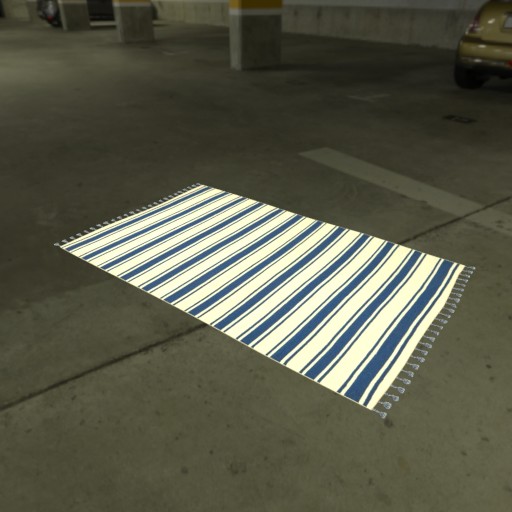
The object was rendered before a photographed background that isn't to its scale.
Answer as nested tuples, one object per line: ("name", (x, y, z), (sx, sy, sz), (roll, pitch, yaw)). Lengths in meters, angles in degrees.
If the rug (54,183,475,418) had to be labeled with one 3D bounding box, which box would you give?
("rug", (0.000, 0.000, 2.529), (2.108, 0.009, 1.248), (21, 37, 31))
